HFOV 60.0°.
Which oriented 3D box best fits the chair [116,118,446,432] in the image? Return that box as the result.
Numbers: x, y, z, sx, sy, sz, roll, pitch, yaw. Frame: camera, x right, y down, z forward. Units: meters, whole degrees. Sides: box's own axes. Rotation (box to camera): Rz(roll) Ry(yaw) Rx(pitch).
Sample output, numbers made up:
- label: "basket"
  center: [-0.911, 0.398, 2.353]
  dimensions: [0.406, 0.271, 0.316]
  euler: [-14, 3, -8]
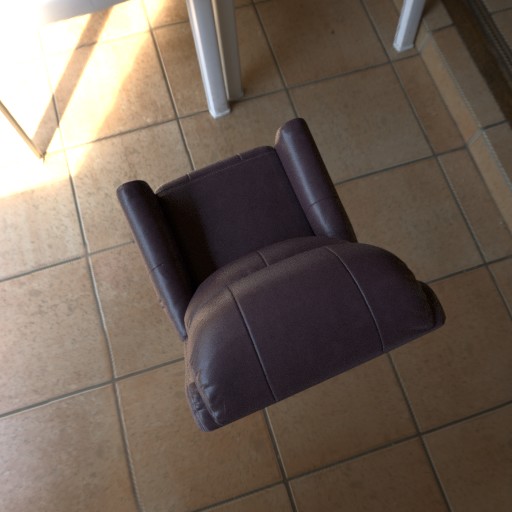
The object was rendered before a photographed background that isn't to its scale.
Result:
- label: "chair"
  center: [0.000, 0.000, 1.736]
  dimensions: [0.838, 1.054, 1.014]
  euler: [-22, 75, -6]
